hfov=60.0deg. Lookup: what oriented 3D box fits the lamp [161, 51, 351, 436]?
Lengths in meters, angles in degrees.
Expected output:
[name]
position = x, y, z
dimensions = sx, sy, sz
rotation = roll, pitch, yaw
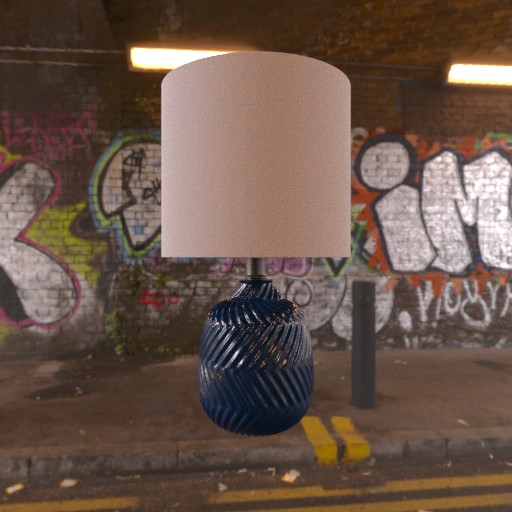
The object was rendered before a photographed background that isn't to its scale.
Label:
[lamp]
position = 0.000, 0.000, 0.487
dimensions = 0.203, 0.368, 0.203
rotation = 0, 0, 34
